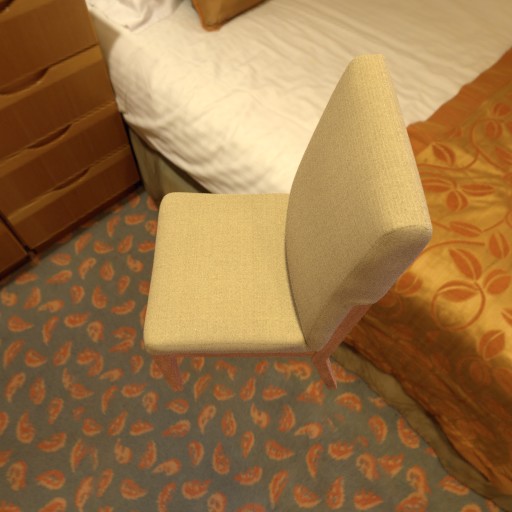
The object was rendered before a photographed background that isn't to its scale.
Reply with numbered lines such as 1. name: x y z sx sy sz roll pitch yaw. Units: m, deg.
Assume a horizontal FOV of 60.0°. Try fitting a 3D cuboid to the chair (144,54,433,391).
1. chair: 0.000 0.000 1.210 0.586 0.911 0.507 -1 58 0
